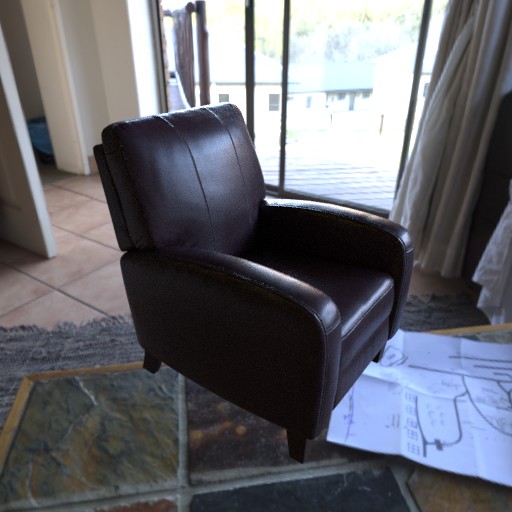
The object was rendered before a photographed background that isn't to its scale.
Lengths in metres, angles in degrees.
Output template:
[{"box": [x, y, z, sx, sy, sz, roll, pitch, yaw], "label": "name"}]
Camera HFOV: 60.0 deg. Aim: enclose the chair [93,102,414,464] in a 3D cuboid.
[{"box": [0.000, 0.000, 1.672, 0.990, 0.990, 0.762, 19, 32, 32], "label": "chair"}]
